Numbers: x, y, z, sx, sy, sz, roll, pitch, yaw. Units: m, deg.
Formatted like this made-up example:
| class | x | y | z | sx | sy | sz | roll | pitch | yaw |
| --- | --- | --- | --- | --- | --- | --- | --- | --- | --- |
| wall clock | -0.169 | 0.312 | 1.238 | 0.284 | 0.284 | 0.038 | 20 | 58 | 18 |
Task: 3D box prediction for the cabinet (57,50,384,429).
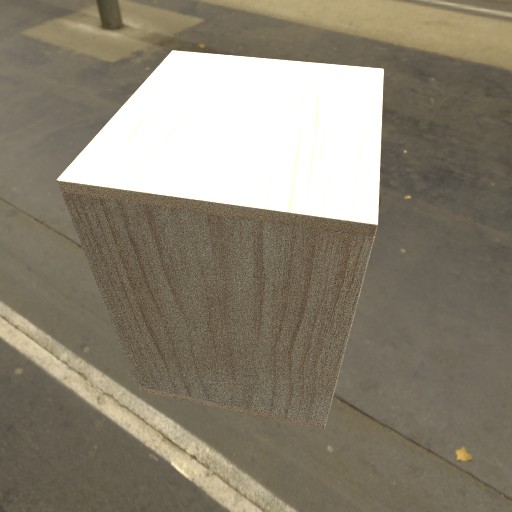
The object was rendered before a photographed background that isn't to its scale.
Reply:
| class | x | y | z | sx | sy | sz | roll | pitch | yaw |
| --- | --- | --- | --- | --- | --- | --- | --- | --- | --- |
| cabinet | 0.000 | 0.000 | 0.847 | 0.401 | 0.579 | 0.409 | 9 | 46 | 9 |
